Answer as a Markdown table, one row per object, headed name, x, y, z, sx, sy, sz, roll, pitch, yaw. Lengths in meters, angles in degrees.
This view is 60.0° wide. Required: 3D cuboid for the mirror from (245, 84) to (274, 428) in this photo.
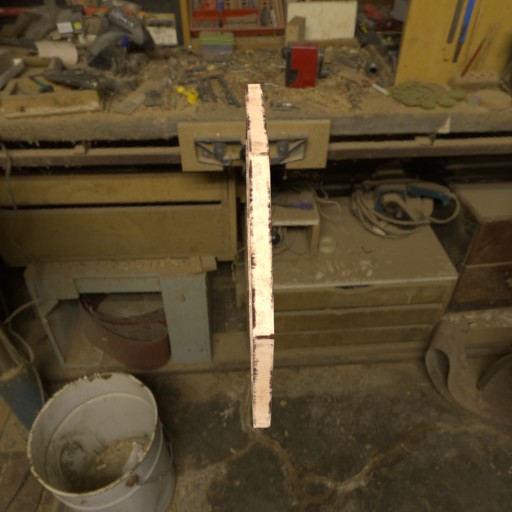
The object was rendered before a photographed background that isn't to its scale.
| name | x | y | z | sx | sy | sz | roll | pitch | yaw |
| --- | --- | --- | --- | --- | --- | --- | --- | --- | --- |
| mirror | 0.000 | 0.000 | 0.966 | 0.031 | 0.648 | 0.648 | -1 | 42 | -1 |
